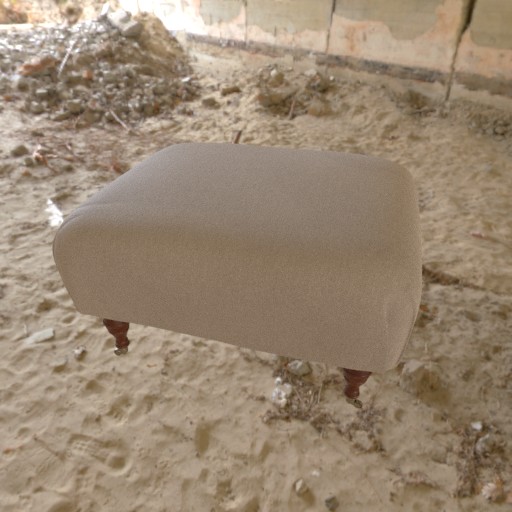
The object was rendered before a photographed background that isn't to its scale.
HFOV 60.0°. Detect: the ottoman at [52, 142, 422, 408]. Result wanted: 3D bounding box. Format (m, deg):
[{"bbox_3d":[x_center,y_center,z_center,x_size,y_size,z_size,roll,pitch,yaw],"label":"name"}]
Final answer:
[{"bbox_3d":[0.000,0.000,1.115,0.746,0.450,0.622,8,33,13],"label":"ottoman"}]
